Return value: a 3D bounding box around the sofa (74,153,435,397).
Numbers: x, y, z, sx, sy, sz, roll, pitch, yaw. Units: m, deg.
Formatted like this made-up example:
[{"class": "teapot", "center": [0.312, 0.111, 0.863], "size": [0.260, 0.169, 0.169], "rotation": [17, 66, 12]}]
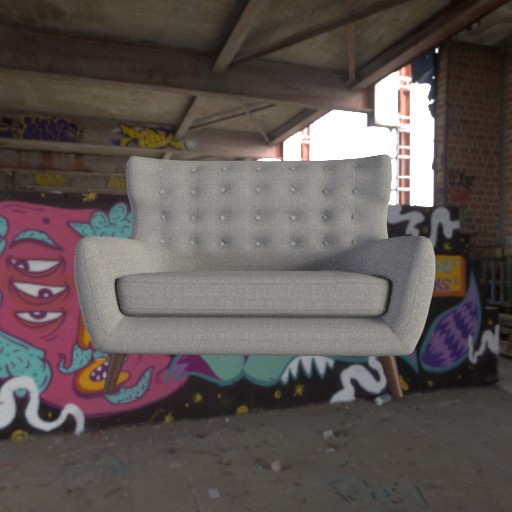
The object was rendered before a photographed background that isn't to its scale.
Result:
[{"class": "sofa", "center": [0.000, 0.000, 2.030], "size": [1.386, 1.028, 0.884], "rotation": [0, 0, 2]}]
